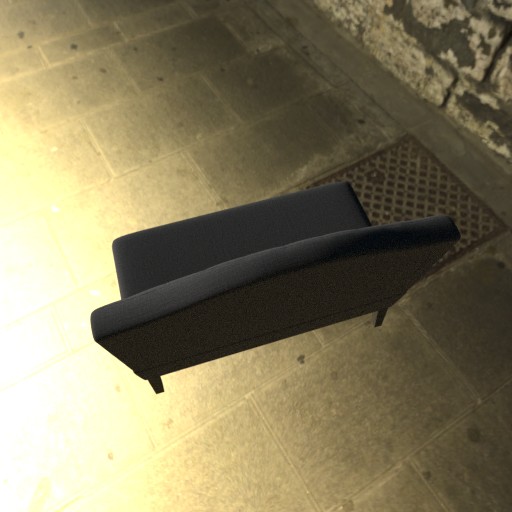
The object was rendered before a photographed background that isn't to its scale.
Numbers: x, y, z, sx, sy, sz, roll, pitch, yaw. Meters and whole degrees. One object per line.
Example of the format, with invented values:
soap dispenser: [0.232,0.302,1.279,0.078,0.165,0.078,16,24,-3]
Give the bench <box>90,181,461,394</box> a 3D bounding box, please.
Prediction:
bench: [0.000,0.000,2.066,1.335,1.180,0.815,-15,61,-9]
